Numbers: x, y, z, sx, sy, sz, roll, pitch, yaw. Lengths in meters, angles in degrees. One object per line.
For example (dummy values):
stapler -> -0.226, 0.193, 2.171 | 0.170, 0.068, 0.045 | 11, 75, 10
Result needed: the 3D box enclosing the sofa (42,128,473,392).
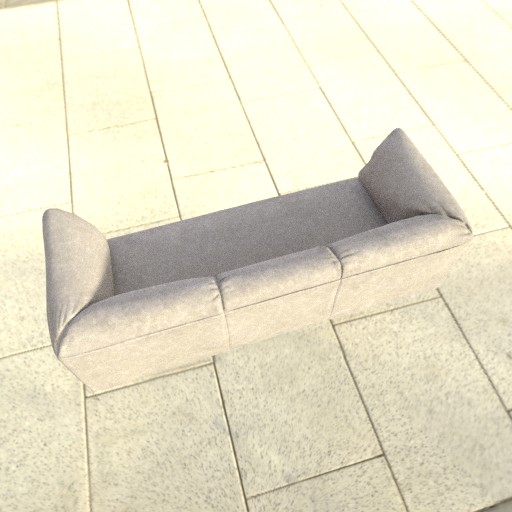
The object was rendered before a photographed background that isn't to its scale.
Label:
sofa -> 0.000, 0.000, 2.664 | 2.238, 0.758, 0.899 | -15, 58, -10
